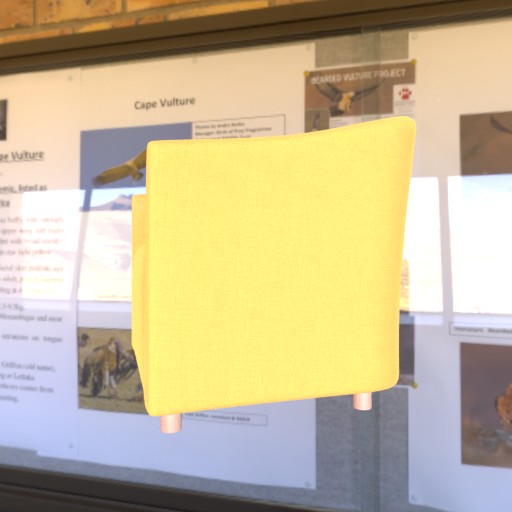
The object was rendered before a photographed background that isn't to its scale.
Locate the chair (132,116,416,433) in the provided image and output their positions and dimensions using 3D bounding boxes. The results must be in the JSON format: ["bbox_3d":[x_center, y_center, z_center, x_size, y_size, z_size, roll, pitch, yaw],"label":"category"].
[{"bbox_3d":[0.000,0.000,1.320,0.700,0.720,0.790,0,-1,-18],"label":"chair"}]
